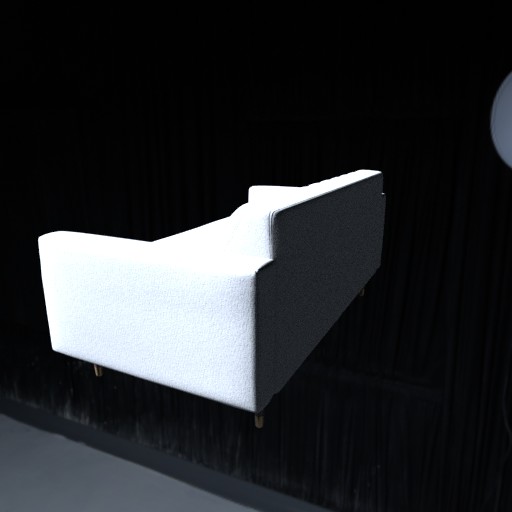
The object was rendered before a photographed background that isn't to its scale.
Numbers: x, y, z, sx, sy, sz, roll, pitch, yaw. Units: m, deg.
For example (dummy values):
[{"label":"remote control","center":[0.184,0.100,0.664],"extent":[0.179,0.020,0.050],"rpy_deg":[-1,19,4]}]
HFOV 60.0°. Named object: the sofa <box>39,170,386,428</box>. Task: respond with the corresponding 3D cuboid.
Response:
[{"label":"sofa","center":[0.000,0.000,2.341],"extent":[0.969,0.814,1.895],"rpy_deg":[8,17,26]}]
